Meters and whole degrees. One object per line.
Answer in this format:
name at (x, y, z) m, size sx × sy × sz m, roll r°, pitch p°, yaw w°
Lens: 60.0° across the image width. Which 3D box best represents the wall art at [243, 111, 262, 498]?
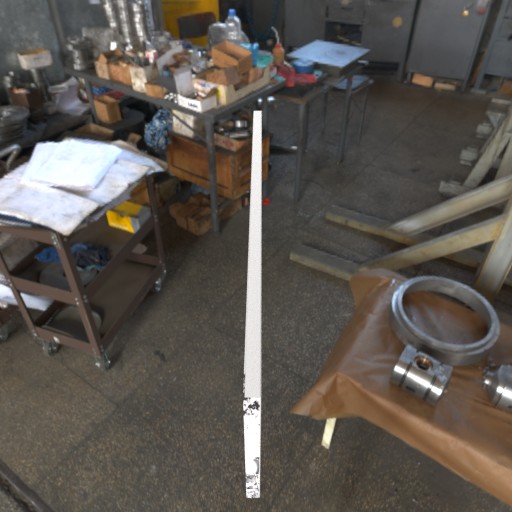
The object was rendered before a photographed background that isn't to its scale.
wall art at (0.000, 0.000, 1.672) m, size 0.039 × 0.507 × 1.520 m, roll 0°, pitch 40°, yaw 0°
